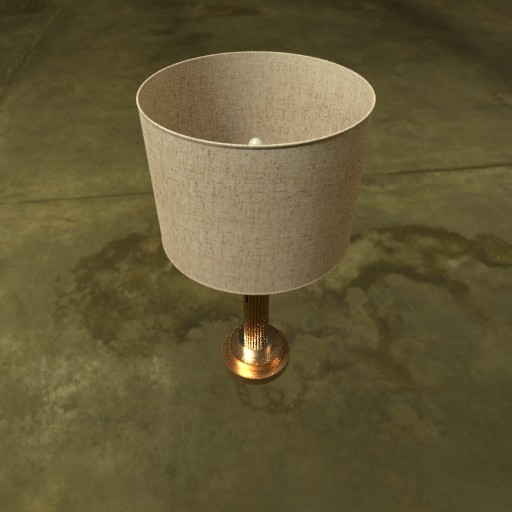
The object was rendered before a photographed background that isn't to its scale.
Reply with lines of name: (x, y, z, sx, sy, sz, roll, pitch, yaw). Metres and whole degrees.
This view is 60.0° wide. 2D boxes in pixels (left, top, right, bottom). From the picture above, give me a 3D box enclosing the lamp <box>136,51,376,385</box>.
lamp: (0.000, 0.000, 0.809, 0.321, 0.610, 0.321, 27, 48, 27)
